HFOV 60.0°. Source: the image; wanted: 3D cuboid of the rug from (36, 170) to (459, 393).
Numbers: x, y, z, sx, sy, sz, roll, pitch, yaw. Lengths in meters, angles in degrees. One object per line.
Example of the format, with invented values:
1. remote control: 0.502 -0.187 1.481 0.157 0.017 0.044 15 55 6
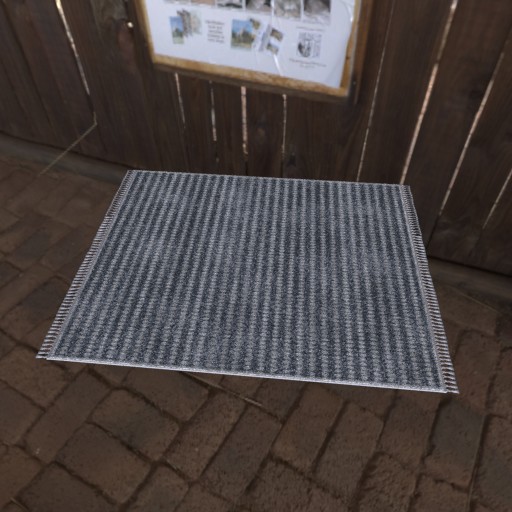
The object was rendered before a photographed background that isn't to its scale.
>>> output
1. rug: 0.000 0.000 3.794 2.910 0.013 2.256 4 47 4
